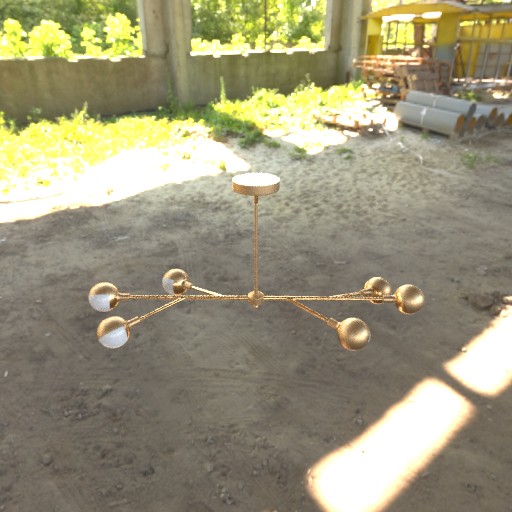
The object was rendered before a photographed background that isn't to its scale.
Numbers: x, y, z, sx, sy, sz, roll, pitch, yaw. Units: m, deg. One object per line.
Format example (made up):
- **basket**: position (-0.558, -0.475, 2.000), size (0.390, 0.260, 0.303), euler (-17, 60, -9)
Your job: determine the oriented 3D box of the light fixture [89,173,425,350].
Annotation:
- **light fixture**: position (0.000, 0.000, 1.020), size (0.778, 0.362, 0.434), euler (7, 27, 15)
